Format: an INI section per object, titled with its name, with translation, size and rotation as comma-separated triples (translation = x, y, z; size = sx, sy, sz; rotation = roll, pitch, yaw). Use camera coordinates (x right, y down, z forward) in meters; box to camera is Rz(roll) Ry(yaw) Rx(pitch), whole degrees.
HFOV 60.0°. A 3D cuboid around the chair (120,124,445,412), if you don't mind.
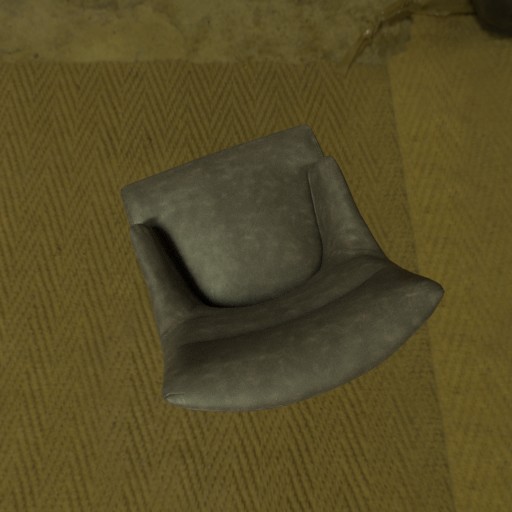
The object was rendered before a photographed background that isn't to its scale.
[chair]
translation = 0.000, 0.000, 1.470
size = 0.738, 0.870, 0.874
rotation = -20, 77, -5
